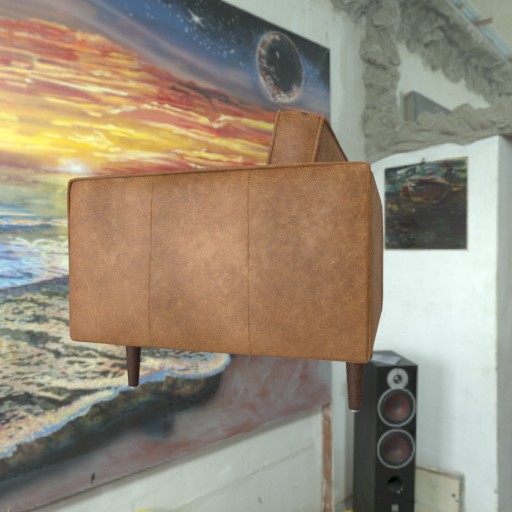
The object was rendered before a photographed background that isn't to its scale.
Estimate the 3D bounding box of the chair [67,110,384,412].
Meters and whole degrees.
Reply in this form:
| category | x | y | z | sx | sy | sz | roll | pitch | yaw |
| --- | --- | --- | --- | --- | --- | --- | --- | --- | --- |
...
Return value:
| category | x | y | z | sx | sy | sz | roll | pitch | yaw |
| --- | --- | --- | --- | --- | --- | --- | --- | --- | --- |
| chair | 0.000 | 0.000 | 1.478 | 0.798 | 0.767 | 0.928 | 0 | 1 | 18 |
